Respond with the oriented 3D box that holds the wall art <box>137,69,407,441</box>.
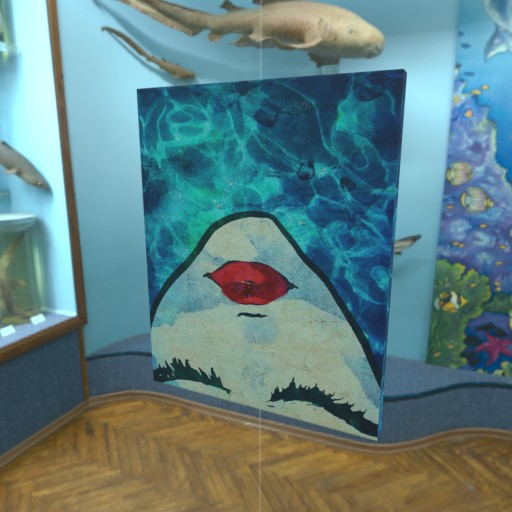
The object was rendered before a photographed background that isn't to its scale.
[{"bbox_3d":[0.000,0.000,0.859,0.508,0.635,0.038,6,15,25],"label":"wall art"}]
